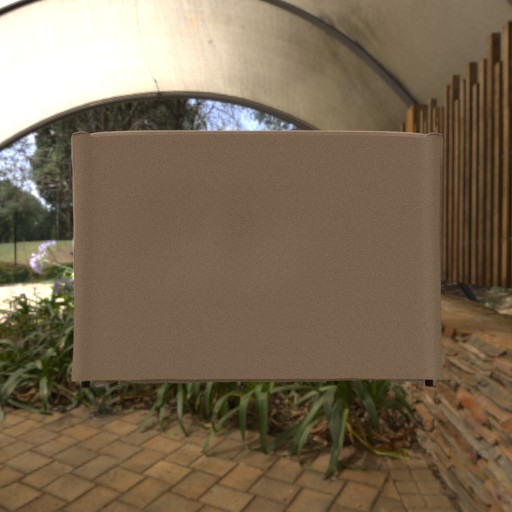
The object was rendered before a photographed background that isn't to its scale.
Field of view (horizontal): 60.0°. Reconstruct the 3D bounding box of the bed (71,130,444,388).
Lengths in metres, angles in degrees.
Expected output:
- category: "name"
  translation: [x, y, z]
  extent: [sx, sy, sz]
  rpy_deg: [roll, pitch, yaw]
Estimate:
- category: "bed"
  translation: [0.000, 0.000, 3.385]
  extent: [1.925, 1.332, 2.276]
  rpy_deg: [0, 1, -1]
